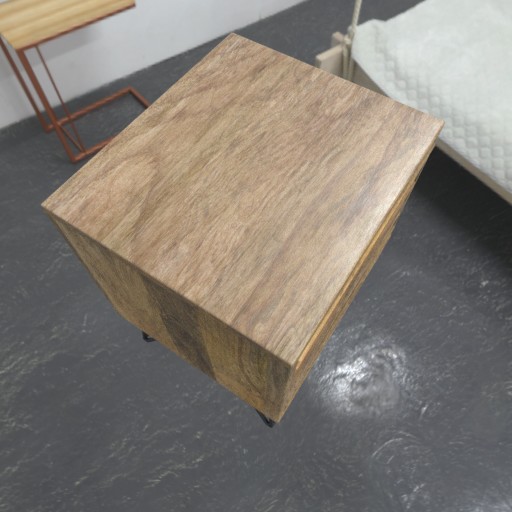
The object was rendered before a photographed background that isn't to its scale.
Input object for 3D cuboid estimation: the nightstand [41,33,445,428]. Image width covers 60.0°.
[{"bbox_3d":[0.000,0.000,0.885,0.406,0.559,0.457,30,65,16],"label":"nightstand"}]
